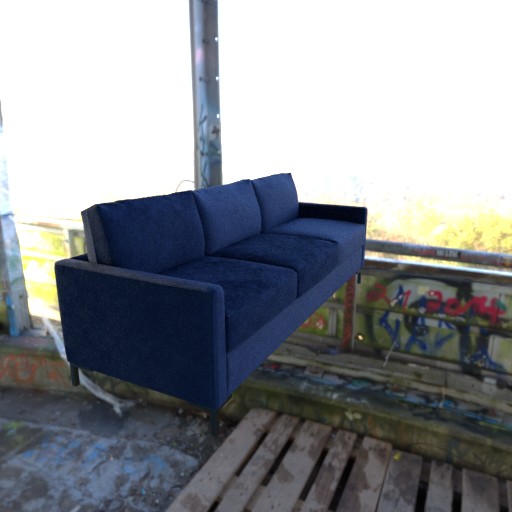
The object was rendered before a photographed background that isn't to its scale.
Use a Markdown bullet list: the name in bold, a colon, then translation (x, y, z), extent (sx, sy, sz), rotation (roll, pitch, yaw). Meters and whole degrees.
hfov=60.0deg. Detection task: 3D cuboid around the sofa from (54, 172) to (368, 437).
- **sofa**: translation (0.000, 0.000, 2.756), extent (0.875, 0.879, 2.252), rotation (8, 17, 27)
